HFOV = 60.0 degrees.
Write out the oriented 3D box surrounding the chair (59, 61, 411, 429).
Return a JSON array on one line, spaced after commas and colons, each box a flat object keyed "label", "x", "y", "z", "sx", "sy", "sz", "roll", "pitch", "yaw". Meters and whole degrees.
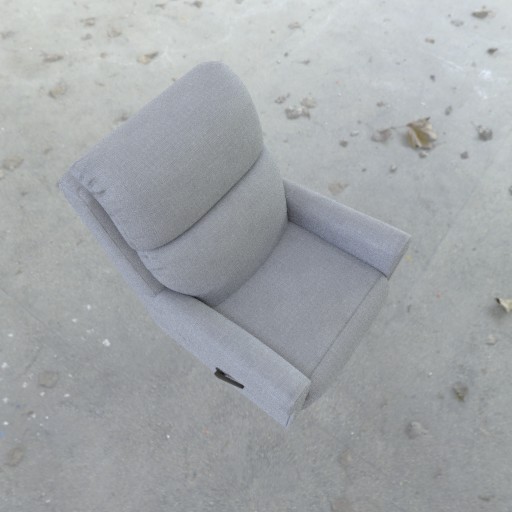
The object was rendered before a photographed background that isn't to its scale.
[{"label": "chair", "x": 0.000, "y": 0.000, "z": 1.747, "sx": 1.014, "sy": 1.054, "sz": 0.838, "roll": 34, "pitch": 65, "yaw": 18}]
